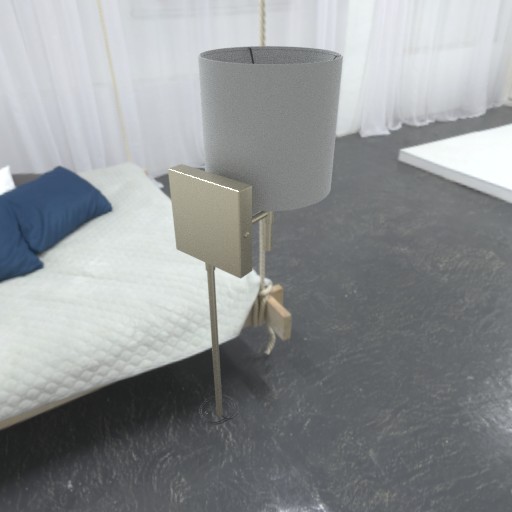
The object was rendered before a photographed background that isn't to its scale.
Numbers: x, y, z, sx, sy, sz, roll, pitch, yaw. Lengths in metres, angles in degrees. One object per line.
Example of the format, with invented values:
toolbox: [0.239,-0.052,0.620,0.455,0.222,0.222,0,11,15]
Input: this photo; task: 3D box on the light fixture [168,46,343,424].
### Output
light fixture: [0.000,0.000,0.713,0.188,0.589,0.248,22,38,32]
